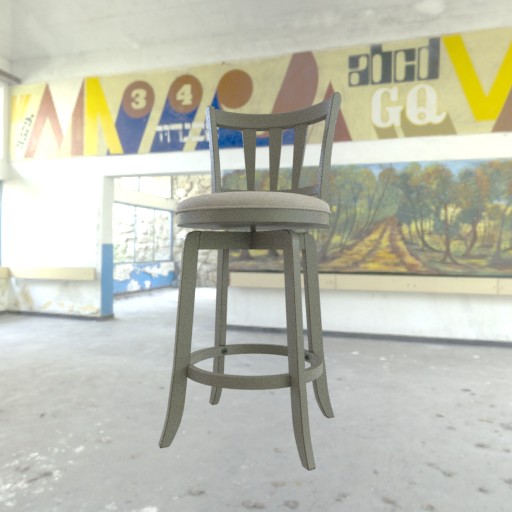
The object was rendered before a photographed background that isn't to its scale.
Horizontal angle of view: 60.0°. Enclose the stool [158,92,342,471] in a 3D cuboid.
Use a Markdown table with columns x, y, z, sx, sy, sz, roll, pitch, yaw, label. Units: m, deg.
| x | y | z | sx | sy | sz | roll | pitch | yaw | label |
| --- | --- | --- | --- | --- | --- | --- | --- | --- | --- |
| 0.000 | 0.000 | 1.281 | 0.450 | 0.994 | 0.486 | 0 | 1 | 17 | stool |
